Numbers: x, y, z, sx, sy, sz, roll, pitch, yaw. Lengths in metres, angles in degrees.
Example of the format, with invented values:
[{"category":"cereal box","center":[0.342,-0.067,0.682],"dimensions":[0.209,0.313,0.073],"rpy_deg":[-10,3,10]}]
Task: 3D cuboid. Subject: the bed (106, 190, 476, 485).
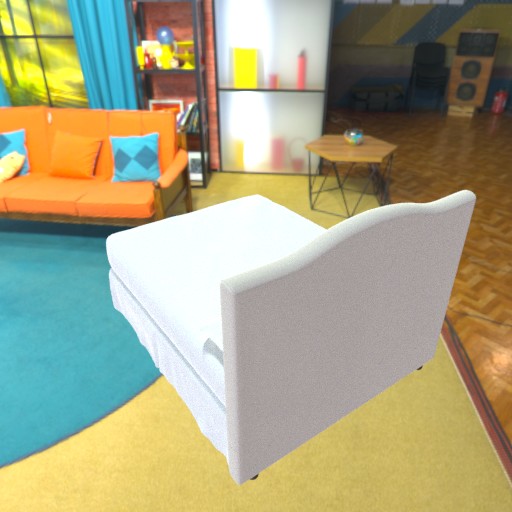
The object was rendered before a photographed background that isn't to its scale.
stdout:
[{"category":"bed","center":[0.000,0.000,3.269],"dimensions":[1.753,1.460,2.143],"rpy_deg":[-20,35,-30]}]
